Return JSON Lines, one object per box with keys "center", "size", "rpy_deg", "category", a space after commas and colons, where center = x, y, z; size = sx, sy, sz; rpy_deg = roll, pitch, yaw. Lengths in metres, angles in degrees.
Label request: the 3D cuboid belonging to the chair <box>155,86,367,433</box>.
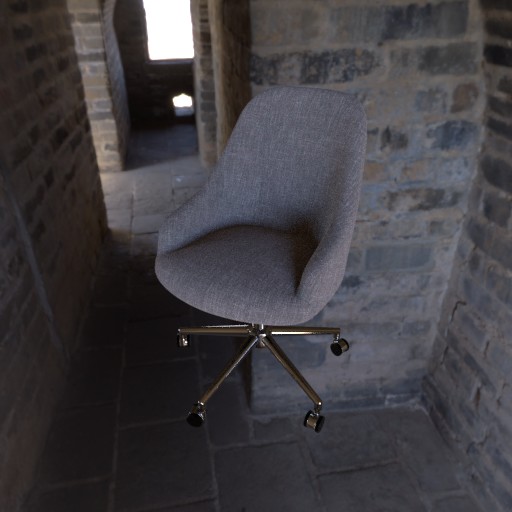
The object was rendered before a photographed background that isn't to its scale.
{"center": [0.000, 0.000, 1.448], "size": [0.671, 0.950, 0.712], "rpy_deg": [17, 34, 27], "category": "chair"}
